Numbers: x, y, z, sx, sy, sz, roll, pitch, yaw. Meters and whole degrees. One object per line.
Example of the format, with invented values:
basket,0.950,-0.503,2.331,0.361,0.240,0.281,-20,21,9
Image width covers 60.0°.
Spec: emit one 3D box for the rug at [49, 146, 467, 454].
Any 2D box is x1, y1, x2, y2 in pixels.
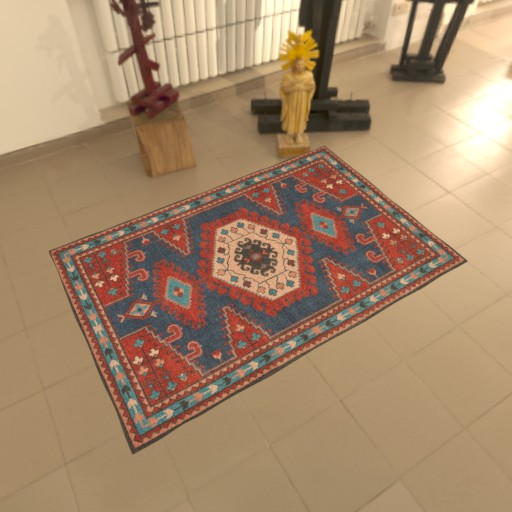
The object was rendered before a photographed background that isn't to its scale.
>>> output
rug,0.000,0.000,2.298,1.820,0.012,1.207,-25,53,-21
